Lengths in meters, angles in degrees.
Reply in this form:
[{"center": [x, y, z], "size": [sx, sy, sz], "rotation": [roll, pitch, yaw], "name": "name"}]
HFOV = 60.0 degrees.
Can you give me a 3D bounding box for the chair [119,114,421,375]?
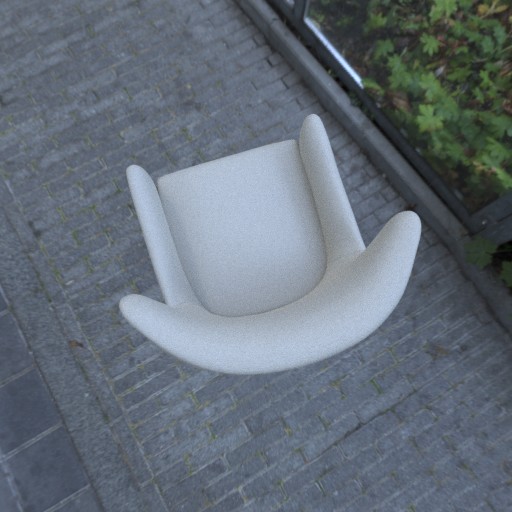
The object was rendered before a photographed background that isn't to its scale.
[{"center": [0.000, 0.000, 1.401], "size": [0.660, 0.952, 0.686], "rotation": [-17, 78, -4], "name": "chair"}]
